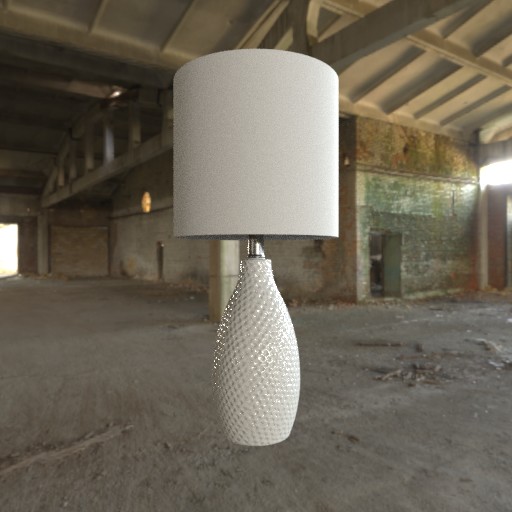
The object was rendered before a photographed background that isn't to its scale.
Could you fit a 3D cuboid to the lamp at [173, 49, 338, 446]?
[{"bbox_3d":[0.000,0.000,0.587,0.214,0.466,0.214,0,0,-35],"label":"lamp"}]
